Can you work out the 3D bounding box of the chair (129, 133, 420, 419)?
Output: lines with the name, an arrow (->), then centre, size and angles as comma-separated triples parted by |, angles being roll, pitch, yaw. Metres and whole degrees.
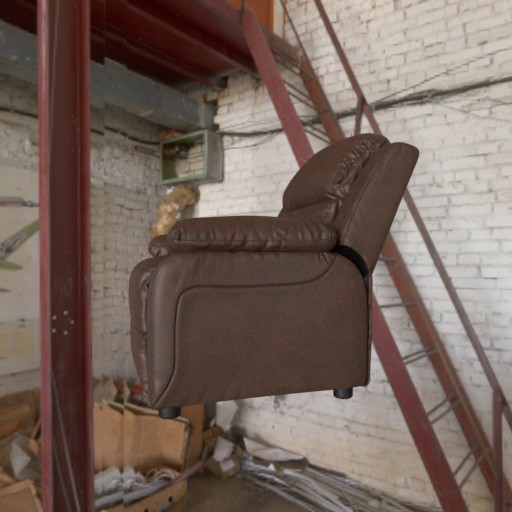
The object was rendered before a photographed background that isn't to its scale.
chair -> 0.000, 0.000, 1.291 | 0.707, 0.702, 0.680 | 0, -1, -18
